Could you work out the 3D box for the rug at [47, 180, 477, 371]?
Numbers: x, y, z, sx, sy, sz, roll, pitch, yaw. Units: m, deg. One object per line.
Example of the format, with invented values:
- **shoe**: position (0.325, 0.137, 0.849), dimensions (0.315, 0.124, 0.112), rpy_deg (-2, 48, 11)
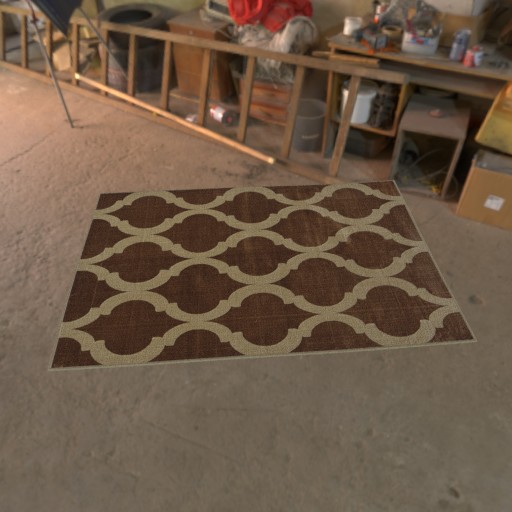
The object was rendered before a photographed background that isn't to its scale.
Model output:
- **rug**: position (0.000, 0.000, 2.874), dimensions (2.290, 0.014, 1.526), rpy_deg (-3, 45, -3)
